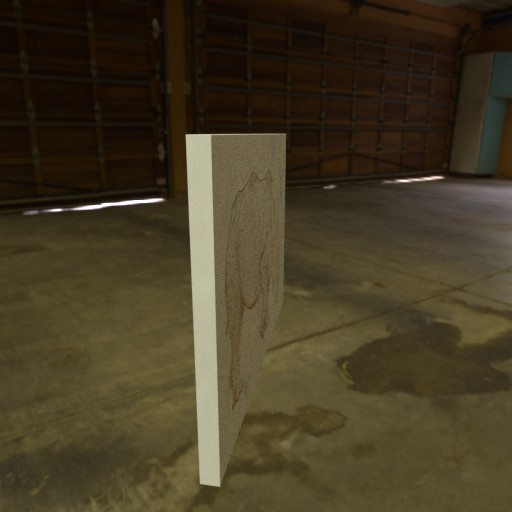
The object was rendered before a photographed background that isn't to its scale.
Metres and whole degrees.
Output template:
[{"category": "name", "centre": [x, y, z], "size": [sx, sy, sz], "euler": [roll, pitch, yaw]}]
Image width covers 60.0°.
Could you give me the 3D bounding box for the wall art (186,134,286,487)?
[{"category": "wall art", "centre": [0.000, 0.000, 1.152], "size": [0.038, 0.610, 0.915], "euler": [3, 16, 10]}]
